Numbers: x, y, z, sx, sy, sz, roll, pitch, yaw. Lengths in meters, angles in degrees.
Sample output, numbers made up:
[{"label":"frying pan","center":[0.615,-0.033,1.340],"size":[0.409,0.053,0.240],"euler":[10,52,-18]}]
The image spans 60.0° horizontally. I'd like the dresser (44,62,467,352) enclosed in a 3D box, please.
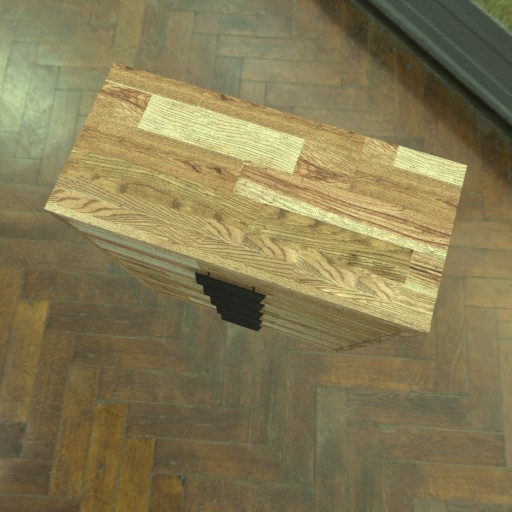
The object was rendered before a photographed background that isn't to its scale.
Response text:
[{"label":"dresser","center":[0.000,0.000,1.700],"size":[0.966,1.243,0.480],"euler":[18,76,4]}]
